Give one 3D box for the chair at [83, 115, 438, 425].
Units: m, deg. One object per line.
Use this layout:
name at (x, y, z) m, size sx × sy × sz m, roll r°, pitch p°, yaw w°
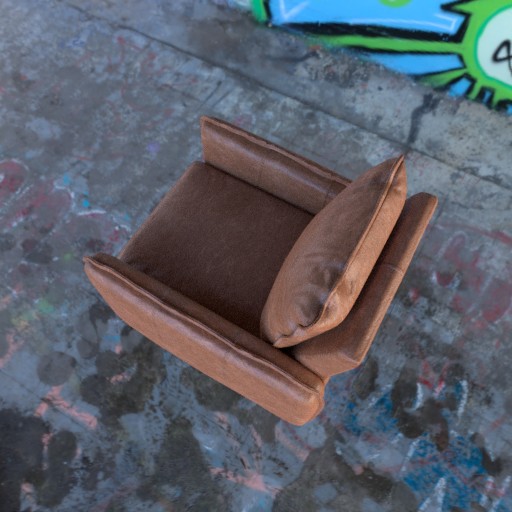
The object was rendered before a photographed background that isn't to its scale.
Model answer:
chair at (0.000, 0.000, 1.604) m, size 0.922 × 0.922 × 0.830 m, roll 28°, pitch 67°, yaw 13°
